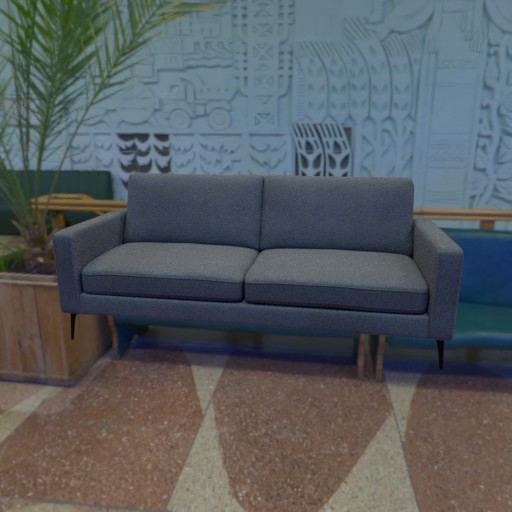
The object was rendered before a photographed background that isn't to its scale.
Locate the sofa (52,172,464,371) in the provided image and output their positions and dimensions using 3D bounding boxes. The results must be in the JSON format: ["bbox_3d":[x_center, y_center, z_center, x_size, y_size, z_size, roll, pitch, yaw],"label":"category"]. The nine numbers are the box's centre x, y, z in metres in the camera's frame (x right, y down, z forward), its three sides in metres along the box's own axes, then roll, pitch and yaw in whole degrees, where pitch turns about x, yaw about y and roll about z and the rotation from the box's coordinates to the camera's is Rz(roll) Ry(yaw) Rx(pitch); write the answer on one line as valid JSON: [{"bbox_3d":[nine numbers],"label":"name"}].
[{"bbox_3d":[0.000,0.000,2.424,1.925,0.828,0.774,3,16,9],"label":"sofa"}]
